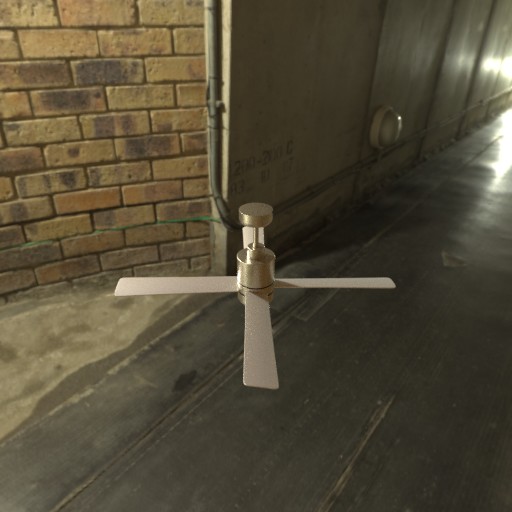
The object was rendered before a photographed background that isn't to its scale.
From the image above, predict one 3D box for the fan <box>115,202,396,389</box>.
[{"bbox_3d":[0.000,0.000,2.360,1.525,0.539,1.525,0,29,-1],"label":"fan"}]
